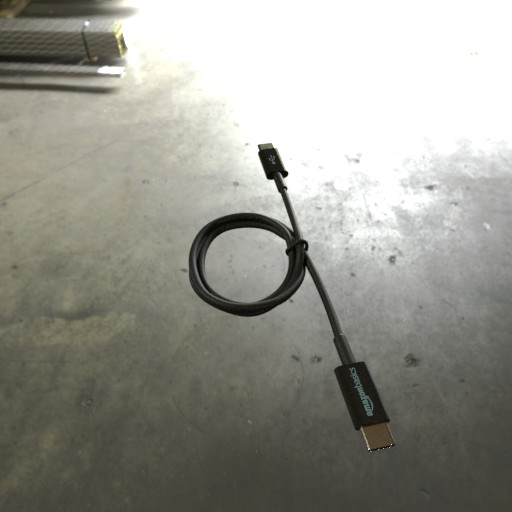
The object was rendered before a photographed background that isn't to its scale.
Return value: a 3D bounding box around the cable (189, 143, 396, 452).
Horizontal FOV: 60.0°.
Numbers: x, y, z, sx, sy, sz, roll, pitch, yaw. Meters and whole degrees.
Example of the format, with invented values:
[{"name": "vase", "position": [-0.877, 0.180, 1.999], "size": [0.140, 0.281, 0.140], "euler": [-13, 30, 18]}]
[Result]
[{"name": "cable", "position": [0.000, 0.000, 0.226], "size": [0.070, 0.014, 0.203], "euler": [-9, 48, -8]}]
